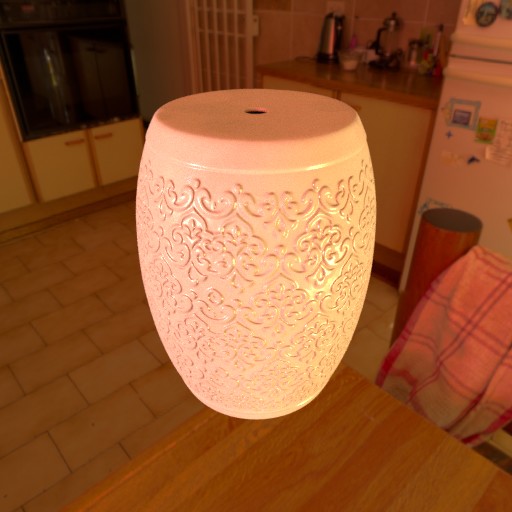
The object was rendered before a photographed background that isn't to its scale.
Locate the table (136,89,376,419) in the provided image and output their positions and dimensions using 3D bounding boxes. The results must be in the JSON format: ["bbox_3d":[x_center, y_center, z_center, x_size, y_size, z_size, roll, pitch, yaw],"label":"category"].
[{"bbox_3d":[0.000,0.000,0.611,0.309,0.397,0.309,0,32,0],"label":"table"}]
